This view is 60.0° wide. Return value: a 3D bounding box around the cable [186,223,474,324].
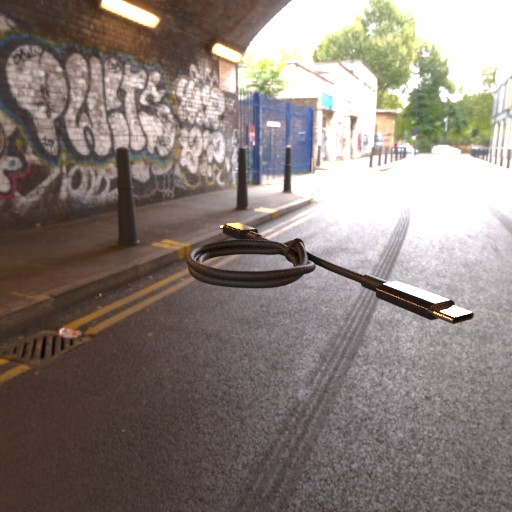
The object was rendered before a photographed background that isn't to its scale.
[{"bbox_3d":[0.000,0.000,0.217,0.070,0.014,0.192,-7,16,-27],"label":"cable"}]
